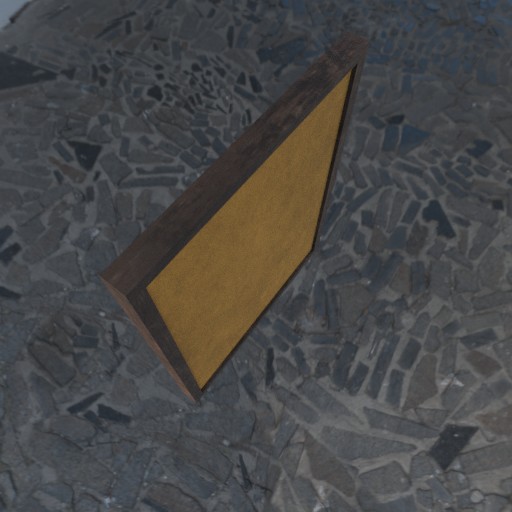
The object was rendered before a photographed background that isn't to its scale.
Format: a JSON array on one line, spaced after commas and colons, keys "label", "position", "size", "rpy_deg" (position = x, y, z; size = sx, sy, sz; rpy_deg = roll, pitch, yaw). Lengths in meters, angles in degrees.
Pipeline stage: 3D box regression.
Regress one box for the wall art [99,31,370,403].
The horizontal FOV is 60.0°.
[{"label": "wall art", "position": [0.000, 0.000, 0.544], "size": [0.027, 0.406, 0.329], "rpy_deg": [33, 67, 16]}]
